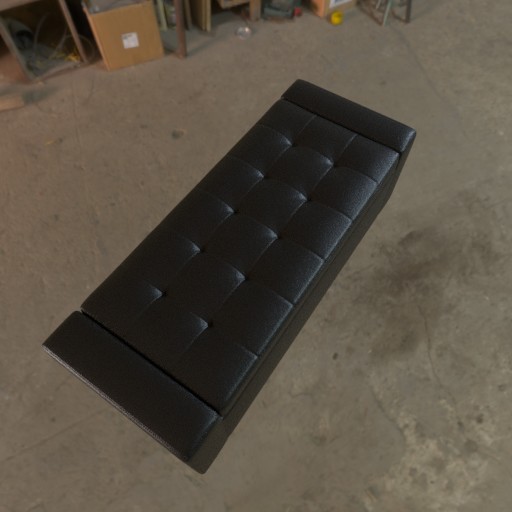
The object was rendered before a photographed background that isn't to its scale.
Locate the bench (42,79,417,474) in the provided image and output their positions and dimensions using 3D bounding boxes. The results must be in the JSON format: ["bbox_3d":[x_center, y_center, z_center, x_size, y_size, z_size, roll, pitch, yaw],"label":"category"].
[{"bbox_3d":[0.000,0.000,1.536,0.508,0.445,1.296,31,64,17],"label":"bench"}]
